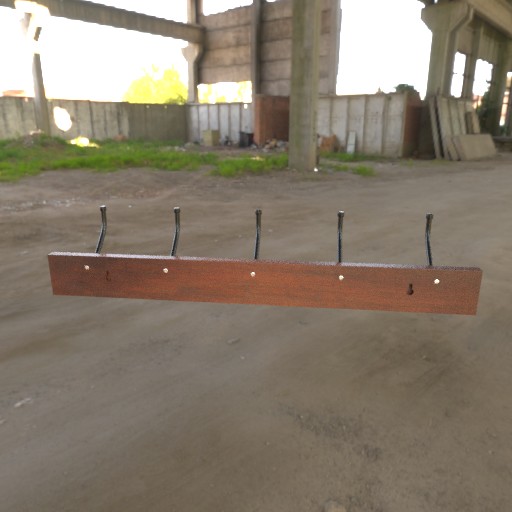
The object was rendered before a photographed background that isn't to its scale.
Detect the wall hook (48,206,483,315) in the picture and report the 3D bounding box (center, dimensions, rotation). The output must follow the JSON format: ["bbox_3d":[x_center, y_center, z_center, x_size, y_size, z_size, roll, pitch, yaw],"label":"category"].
[{"bbox_3d":[0.000,0.000,0.612,0.571,0.117,0.071,2,17,7],"label":"wall hook"}]
